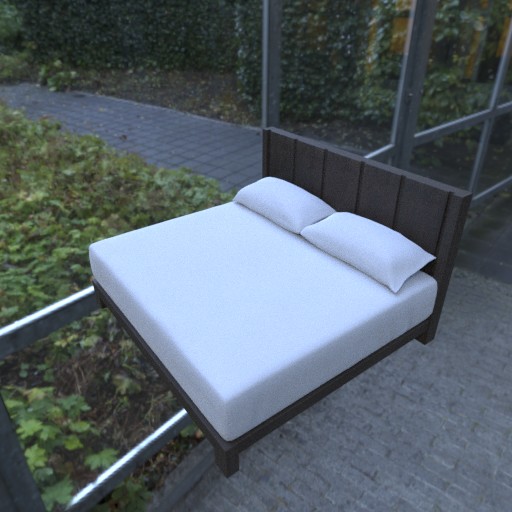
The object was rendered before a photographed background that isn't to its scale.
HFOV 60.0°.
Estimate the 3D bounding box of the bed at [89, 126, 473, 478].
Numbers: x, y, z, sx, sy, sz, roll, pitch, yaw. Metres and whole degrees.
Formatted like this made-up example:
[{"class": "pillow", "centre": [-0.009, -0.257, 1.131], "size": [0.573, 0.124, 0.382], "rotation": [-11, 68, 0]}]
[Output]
[{"class": "bed", "centre": [0.000, 0.000, 3.484], "size": [2.012, 1.270, 2.134], "rotation": [-21, 37, -31]}]
